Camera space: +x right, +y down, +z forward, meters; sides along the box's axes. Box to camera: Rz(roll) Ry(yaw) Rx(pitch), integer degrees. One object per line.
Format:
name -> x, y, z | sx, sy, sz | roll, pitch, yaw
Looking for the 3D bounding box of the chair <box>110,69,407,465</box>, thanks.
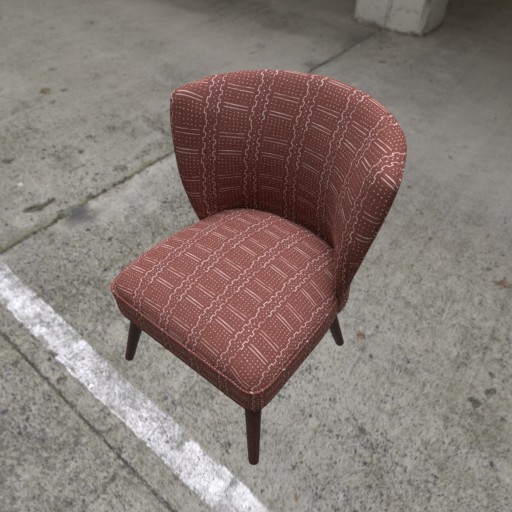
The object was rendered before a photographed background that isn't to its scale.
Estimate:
chair -> 0.000, 0.000, 1.371 | 0.706, 0.866, 0.758 | 30, 53, 26
